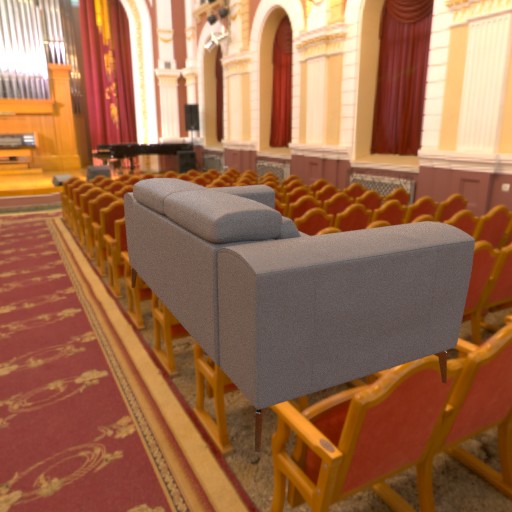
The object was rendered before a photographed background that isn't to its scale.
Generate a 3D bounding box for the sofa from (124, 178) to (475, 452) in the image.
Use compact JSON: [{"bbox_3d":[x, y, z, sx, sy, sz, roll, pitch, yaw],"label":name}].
[{"bbox_3d":[0.000,0.000,2.374,1.003,0.779,1.895,-8,18,-27],"label":"sofa"}]
